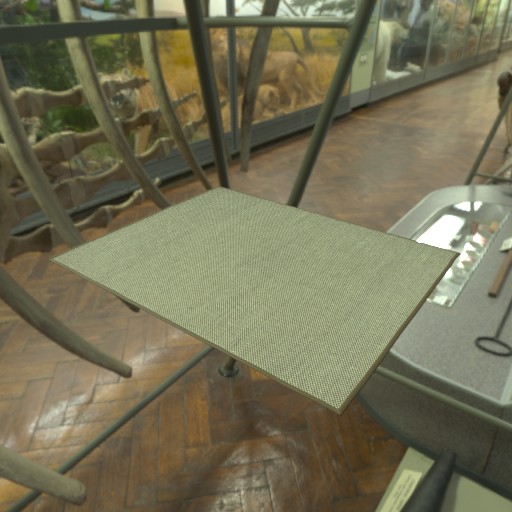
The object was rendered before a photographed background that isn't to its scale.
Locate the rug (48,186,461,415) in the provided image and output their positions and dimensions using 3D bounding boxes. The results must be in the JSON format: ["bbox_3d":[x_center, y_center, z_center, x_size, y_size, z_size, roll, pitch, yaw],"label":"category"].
[{"bbox_3d":[0.000,0.000,4.147,3.041,0.020,2.413,20,35,32],"label":"rug"}]
